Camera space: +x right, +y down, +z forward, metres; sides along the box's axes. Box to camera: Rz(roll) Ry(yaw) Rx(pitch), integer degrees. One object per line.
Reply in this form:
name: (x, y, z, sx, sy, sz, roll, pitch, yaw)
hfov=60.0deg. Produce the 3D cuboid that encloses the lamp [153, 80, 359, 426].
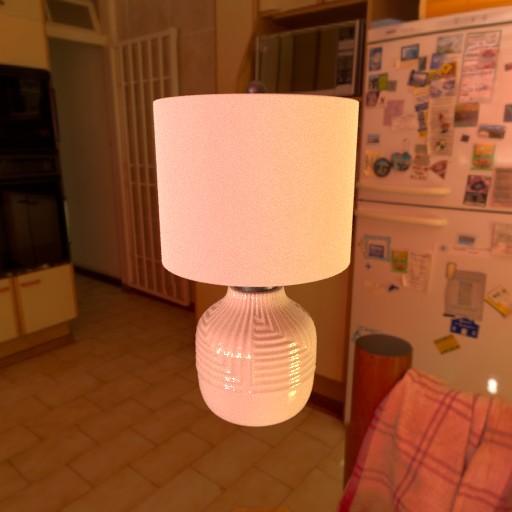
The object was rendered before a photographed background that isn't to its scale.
lamp: (0.000, 0.000, 0.765, 0.318, 0.567, 0.318, 0, 15, 0)
